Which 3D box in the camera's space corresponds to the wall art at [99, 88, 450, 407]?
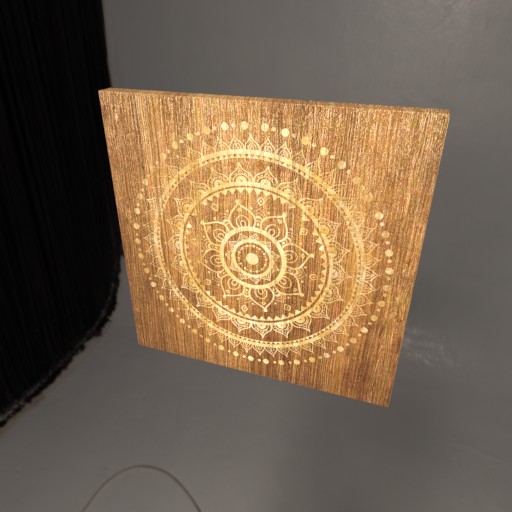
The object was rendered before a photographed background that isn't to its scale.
[{"bbox_3d":[0.000,0.000,0.892,0.611,0.608,0.042,9,30,17],"label":"wall art"}]
